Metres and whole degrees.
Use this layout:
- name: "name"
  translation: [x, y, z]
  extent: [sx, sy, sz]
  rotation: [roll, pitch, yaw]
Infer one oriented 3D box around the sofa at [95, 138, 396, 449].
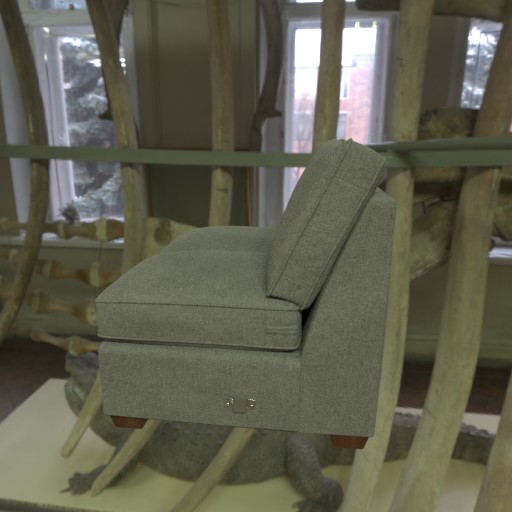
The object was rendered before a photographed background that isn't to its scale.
- name: "sofa"
  translation: [0.000, 0.000, 1.962]
  extent: [0.951, 1.008, 1.237]
  rotation: [2, 15, 7]
